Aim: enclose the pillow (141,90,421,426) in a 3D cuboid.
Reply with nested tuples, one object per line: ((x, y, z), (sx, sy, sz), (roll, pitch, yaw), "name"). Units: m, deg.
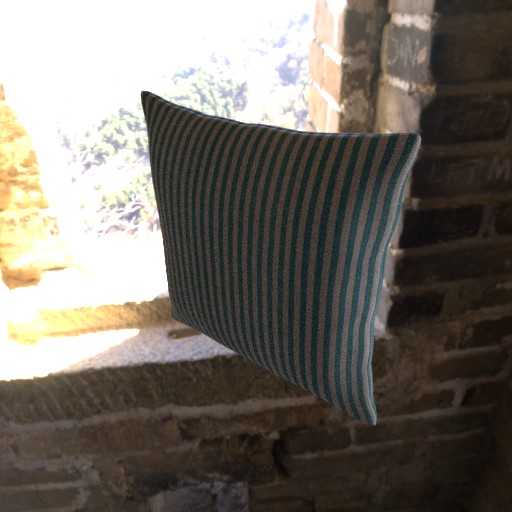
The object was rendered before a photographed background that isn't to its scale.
((0.000, 0.000, 0.788), (0.523, 0.510, 0.166), (21, 35, 33), "pillow")
